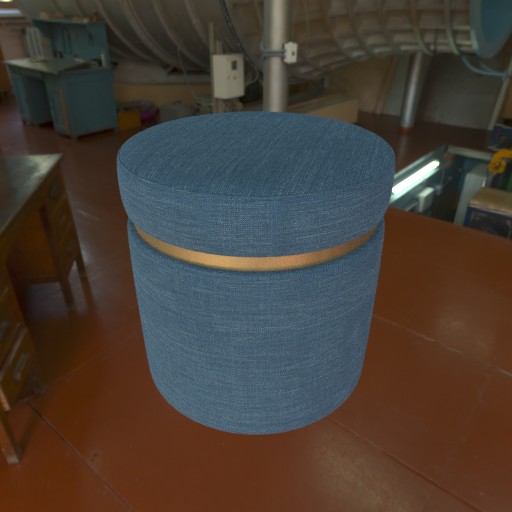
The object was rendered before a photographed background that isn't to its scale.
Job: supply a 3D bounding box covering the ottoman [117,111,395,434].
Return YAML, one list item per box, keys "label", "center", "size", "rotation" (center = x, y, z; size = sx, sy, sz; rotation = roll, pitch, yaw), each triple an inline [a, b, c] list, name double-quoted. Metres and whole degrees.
- label: "ottoman"
  center: [0.000, 0.000, 0.738]
  size: [0.398, 0.406, 0.398]
  rotation: [0, 31, 0]
